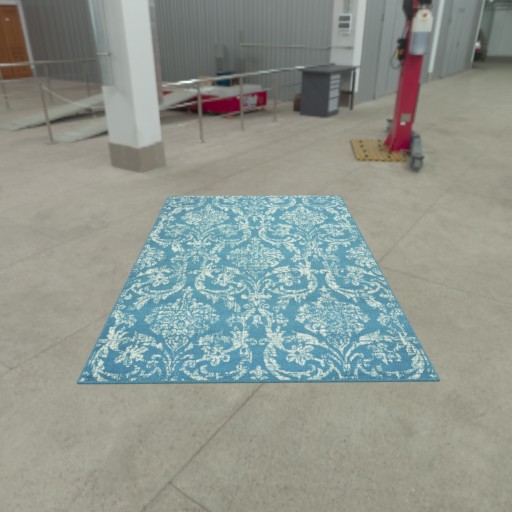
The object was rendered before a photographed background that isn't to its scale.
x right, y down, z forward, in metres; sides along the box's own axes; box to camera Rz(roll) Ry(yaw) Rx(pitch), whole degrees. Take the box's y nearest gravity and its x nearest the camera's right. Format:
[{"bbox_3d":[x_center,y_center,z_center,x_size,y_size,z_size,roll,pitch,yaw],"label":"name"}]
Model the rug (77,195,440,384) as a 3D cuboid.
[{"bbox_3d":[0.000,0.000,3.428,1.816,0.018,2.746,0,27,-1],"label":"rug"}]
